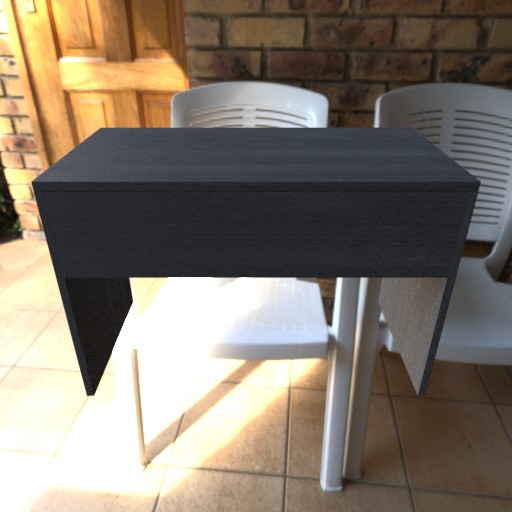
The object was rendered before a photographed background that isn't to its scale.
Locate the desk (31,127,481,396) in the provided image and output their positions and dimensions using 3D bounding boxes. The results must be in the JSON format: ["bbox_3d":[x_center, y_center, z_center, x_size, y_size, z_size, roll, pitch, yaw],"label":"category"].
[{"bbox_3d":[0.000,0.000,1.504,1.099,0.729,0.557,0,29,0],"label":"desk"}]
